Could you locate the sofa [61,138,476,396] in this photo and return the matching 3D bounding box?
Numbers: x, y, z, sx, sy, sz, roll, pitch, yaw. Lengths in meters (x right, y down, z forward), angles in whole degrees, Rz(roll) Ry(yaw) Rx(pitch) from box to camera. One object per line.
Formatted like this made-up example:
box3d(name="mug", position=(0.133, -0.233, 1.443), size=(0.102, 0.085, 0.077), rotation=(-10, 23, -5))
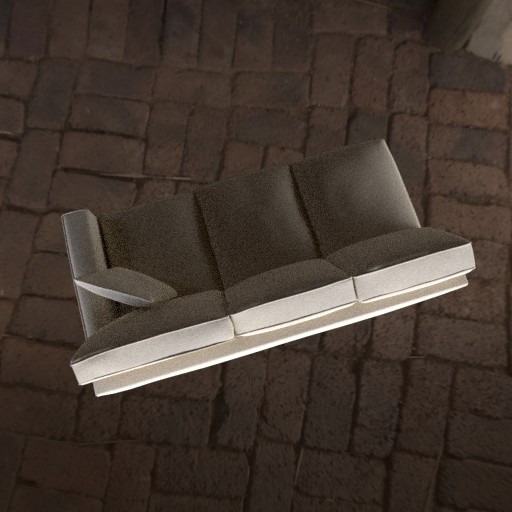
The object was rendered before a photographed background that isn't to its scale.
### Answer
box3d(name="sofa", position=(0.000, 0.000, 2.552), size=(1.963, 0.946, 1.034), rotation=(-16, 77, -4))
